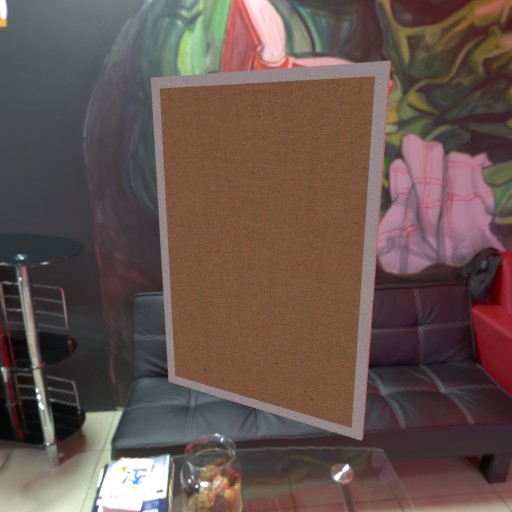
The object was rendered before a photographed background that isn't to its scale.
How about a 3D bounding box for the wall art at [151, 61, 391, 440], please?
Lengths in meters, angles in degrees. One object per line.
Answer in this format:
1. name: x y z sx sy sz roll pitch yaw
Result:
1. wall art: 0.000 0.000 1.241 0.660 0.965 0.015 8 17 26
